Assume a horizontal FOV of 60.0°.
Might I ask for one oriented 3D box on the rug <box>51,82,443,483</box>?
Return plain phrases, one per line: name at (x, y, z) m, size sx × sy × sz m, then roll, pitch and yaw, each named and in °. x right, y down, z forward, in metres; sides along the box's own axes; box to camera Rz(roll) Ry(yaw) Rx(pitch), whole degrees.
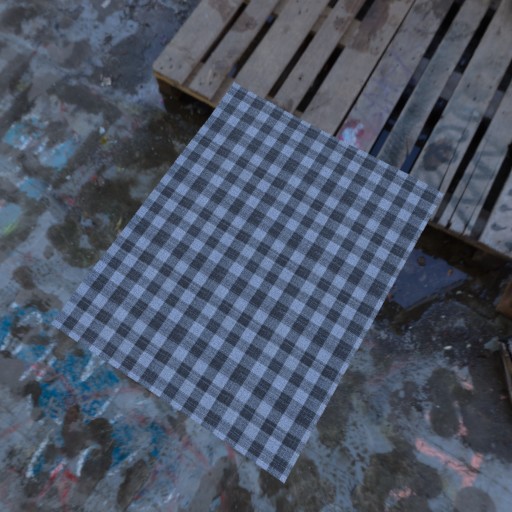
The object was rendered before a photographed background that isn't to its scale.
rug at (0.000, 0.000, 4.142) m, size 2.432 × 0.013 × 3.021 m, roll 31°, pitch 76°, yaw 9°
